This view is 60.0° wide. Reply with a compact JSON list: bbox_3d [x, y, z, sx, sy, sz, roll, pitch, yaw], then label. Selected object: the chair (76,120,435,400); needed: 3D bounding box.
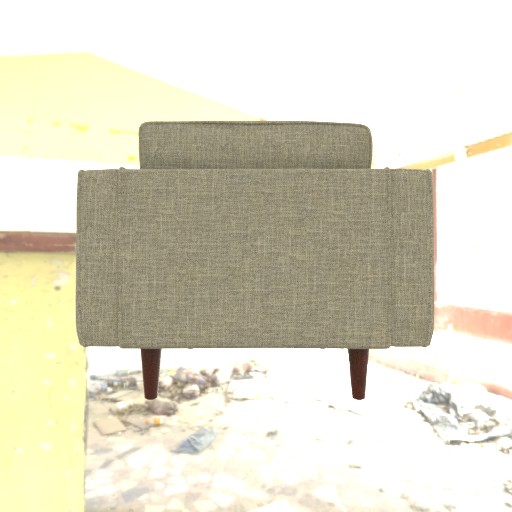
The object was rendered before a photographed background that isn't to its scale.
[{"bbox_3d":[0.000,0.000,1.509,0.889,0.765,0.914,0,-1,0],"label":"chair"}]
